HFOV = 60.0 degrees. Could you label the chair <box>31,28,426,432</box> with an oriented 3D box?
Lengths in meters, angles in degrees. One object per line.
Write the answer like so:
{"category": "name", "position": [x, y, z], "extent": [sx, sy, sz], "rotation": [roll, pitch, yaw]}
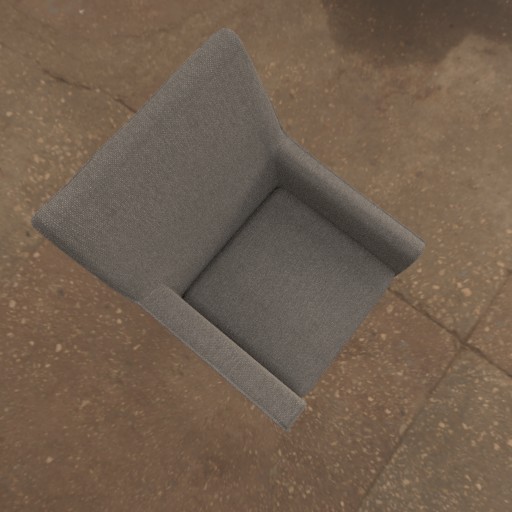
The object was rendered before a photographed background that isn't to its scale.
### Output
{"category": "chair", "position": [0.000, 0.000, 1.561], "extent": [0.899, 0.919, 0.780], "rotation": [38, 79, 9]}
